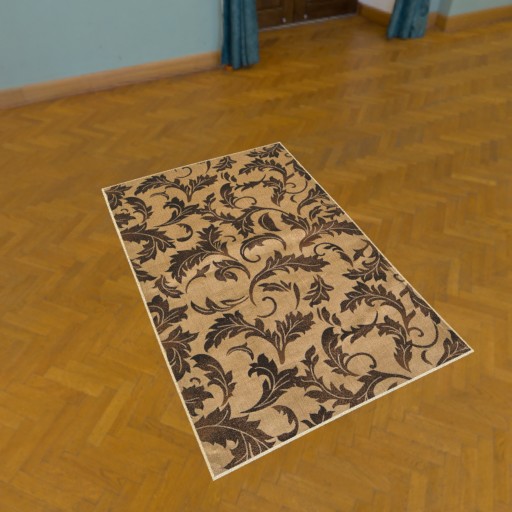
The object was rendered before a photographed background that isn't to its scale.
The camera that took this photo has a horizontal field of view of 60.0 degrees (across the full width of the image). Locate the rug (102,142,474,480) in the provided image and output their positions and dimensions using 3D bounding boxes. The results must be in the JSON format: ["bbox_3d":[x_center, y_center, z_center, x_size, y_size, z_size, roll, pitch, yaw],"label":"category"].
[{"bbox_3d":[0.000,0.000,2.870,1.522,0.008,2.284,-19,49,-17],"label":"rug"}]
